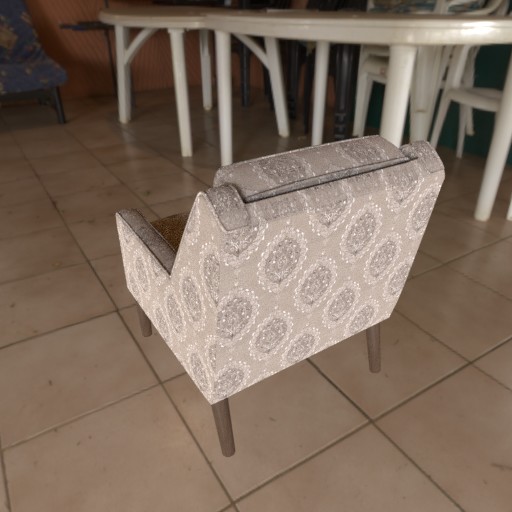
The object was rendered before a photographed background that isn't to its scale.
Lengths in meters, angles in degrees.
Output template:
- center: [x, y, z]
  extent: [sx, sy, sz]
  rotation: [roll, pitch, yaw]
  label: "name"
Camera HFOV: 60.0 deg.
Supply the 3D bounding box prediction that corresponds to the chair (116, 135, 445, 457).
- center: [0.000, 0.000, 1.381]
  extent: [0.665, 0.797, 0.750]
  rotation: [-18, 35, -28]
  label: "chair"
